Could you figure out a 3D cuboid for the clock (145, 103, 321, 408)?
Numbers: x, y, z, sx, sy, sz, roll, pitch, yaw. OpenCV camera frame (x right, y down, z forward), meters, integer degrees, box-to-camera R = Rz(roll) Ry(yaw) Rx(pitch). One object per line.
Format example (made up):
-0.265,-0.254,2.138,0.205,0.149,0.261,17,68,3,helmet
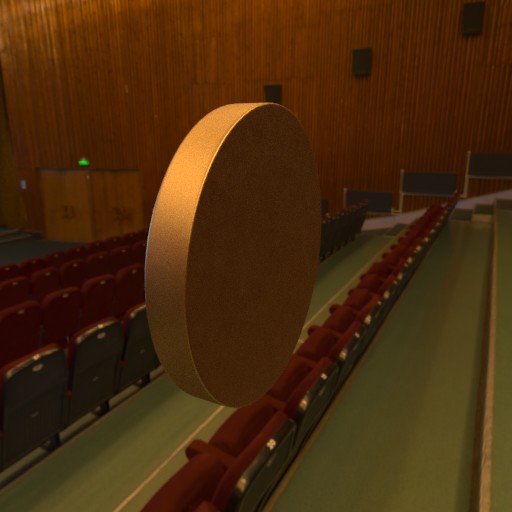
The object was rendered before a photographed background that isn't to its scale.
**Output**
0.000,0.000,0.481,0.040,0.314,0.314,8,18,26,clock
